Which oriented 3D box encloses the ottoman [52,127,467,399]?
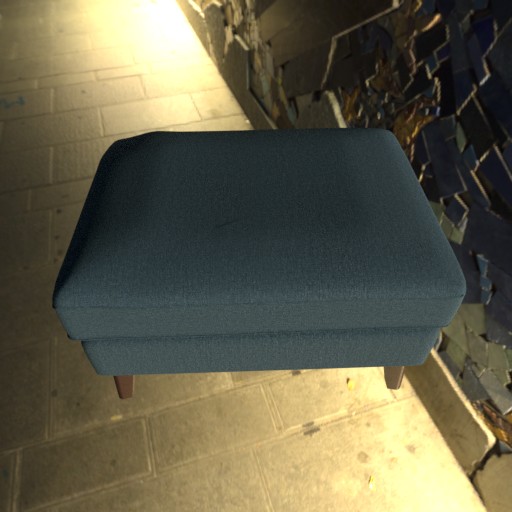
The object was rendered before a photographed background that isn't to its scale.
[{"bbox_3d":[0.000,0.000,1.216,0.835,0.503,0.629,-2,46,-1],"label":"ottoman"}]
